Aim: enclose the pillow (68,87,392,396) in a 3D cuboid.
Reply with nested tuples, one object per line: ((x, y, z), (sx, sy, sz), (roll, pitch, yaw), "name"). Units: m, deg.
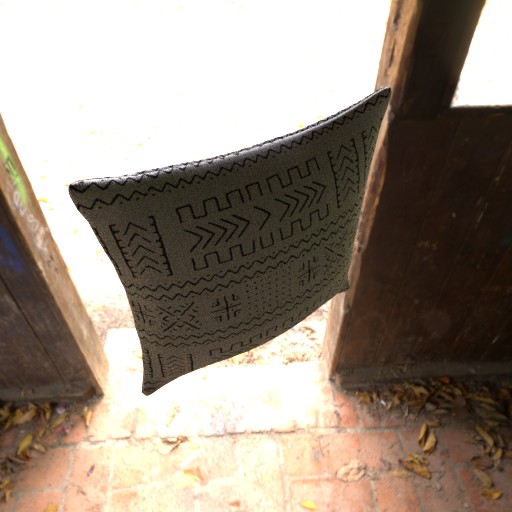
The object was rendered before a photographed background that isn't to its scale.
((0.000, 0.000, 0.663), (0.438, 0.430, 0.164), (-24, 50, -22), "pillow")
